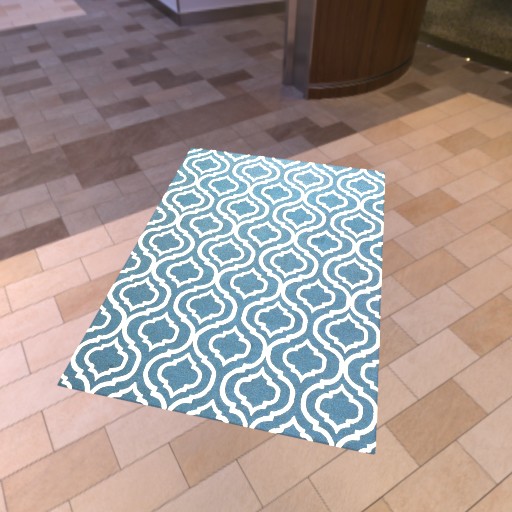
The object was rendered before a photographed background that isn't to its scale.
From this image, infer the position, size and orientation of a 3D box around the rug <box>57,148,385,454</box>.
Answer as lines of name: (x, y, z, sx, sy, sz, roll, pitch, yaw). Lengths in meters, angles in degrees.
rug: (0.000, 0.000, 4.382, 2.438, 0.010, 3.353, 9, 48, 8)
